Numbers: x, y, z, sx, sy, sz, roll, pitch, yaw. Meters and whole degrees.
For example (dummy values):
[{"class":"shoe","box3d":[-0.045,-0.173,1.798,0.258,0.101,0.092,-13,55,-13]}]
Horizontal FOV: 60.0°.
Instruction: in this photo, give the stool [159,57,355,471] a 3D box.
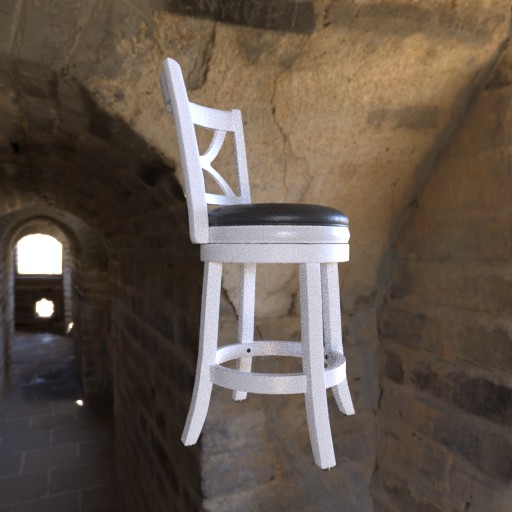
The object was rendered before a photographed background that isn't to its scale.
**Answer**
[{"class":"stool","box3d":[0.000,0.000,1.225,0.508,0.953,0.444,1,2,20]}]
